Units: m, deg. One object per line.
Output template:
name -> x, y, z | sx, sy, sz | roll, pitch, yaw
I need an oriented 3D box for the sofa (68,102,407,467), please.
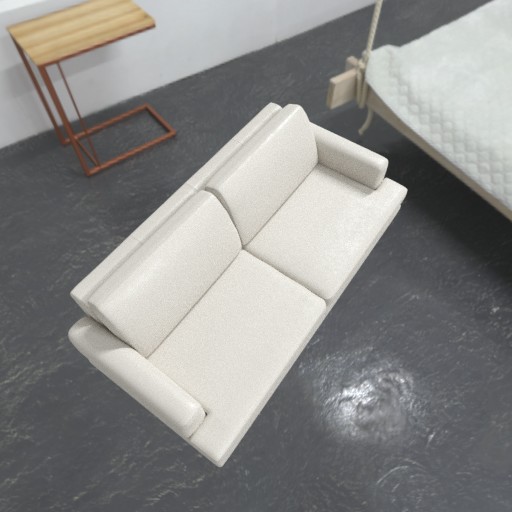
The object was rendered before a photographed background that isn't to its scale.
sofa -> 0.000, 0.000, 2.489 | 0.974, 0.765, 1.940 | 31, 63, 18
